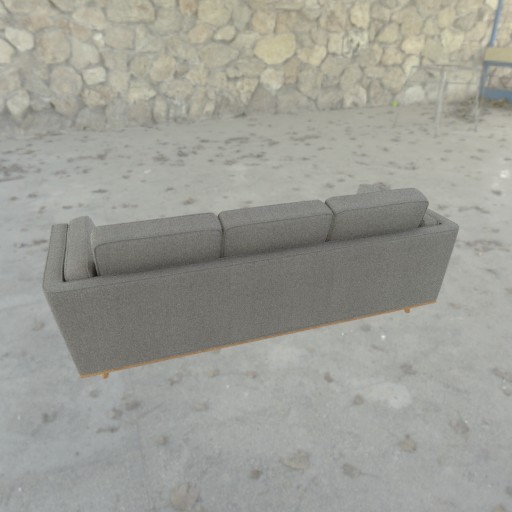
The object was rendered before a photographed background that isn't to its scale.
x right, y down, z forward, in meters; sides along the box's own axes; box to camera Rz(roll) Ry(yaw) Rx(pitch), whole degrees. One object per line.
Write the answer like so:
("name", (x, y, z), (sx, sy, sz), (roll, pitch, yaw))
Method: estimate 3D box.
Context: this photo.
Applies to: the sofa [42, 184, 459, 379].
("sofa", (0.000, 0.000, 2.805), (2.362, 0.899, 0.903), (-9, 28, -17))
